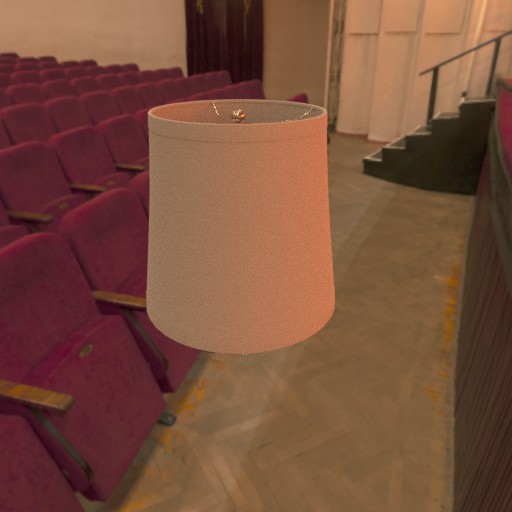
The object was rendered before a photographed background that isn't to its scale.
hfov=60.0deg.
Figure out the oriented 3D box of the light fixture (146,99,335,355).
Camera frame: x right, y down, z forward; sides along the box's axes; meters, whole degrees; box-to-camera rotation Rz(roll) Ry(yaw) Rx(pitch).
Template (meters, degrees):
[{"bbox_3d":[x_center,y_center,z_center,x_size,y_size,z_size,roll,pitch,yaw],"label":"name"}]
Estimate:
[{"bbox_3d":[0.000,0.000,0.578,0.223,0.381,0.348,7,27,15],"label":"light fixture"}]
